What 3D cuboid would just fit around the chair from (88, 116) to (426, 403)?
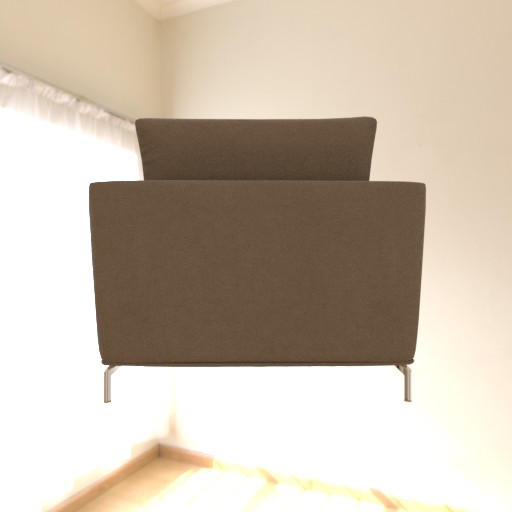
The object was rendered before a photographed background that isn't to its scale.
[{"bbox_3d":[0.000,0.000,1.691,1.041,0.864,0.889,0,-1,-1],"label":"chair"}]
